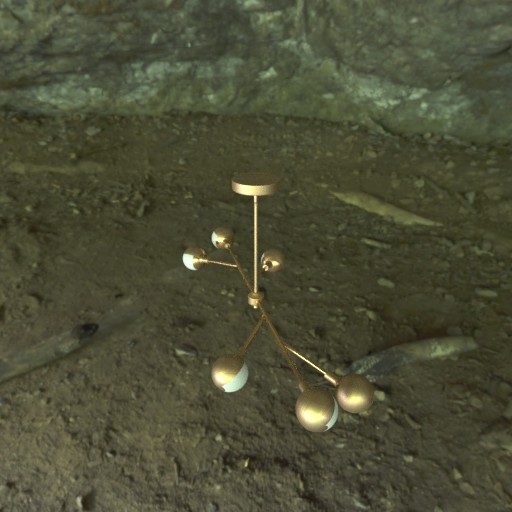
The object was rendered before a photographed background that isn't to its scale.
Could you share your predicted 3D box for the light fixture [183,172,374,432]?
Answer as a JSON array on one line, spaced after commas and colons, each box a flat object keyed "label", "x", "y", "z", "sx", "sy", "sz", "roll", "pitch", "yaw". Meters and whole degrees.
[{"label": "light fixture", "x": 0.000, "y": 0.000, "z": 1.010, "sx": 0.434, "sy": 0.362, "sz": 0.778, "roll": 0, "pitch": 26, "yaw": 0}]
